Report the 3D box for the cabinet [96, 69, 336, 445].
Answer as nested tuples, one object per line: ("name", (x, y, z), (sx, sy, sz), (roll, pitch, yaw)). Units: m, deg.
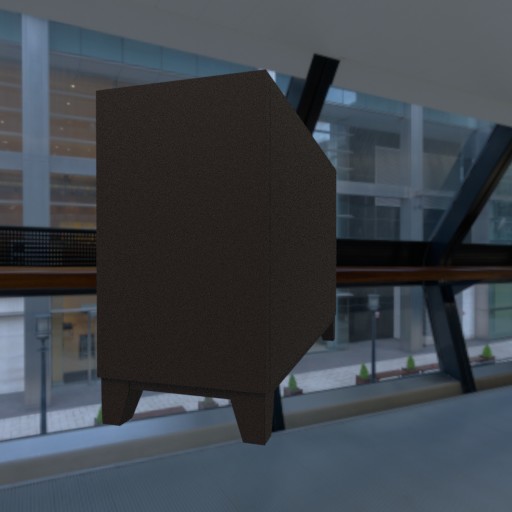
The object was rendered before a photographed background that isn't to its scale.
("cabinet", (0.000, 0.000, 1.807), (0.482, 0.914, 1.396), (0, 1, 17))
